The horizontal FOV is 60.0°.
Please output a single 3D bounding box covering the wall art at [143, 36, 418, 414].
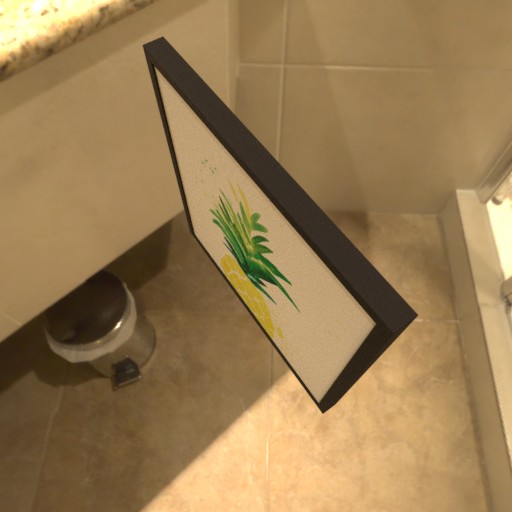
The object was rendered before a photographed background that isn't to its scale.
[{"bbox_3d":[0.000,0.000,0.750,0.033,0.507,0.508,-32,67,-15],"label":"wall art"}]
